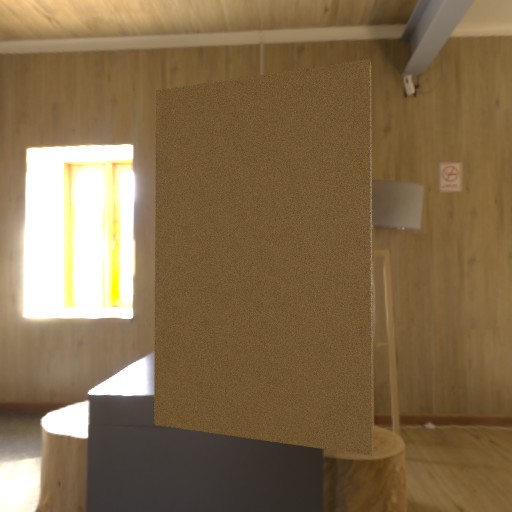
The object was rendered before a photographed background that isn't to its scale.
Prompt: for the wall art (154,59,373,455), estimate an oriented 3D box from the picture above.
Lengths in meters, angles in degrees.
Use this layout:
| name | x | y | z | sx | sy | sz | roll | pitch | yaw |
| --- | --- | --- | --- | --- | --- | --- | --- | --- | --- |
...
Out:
| name | x | y | z | sx | sy | sz | roll | pitch | yaw |
| --- | --- | --- | --- | --- | --- | --- | --- | --- | --- |
| wall art | 0.000 | 0.000 | 1.004 | 0.510 | 0.810 | 0.039 | 0 | -1 | 19 |
